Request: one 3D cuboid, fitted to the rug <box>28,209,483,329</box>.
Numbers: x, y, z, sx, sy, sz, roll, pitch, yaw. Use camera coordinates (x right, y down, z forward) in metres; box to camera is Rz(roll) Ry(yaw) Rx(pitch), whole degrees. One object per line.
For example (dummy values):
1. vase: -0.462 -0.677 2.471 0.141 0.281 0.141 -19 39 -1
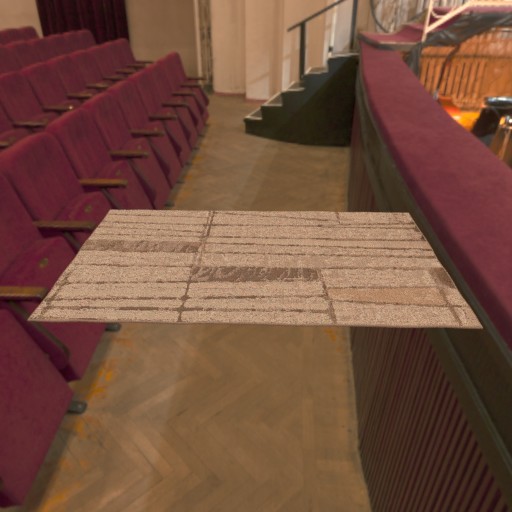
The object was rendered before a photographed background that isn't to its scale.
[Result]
1. rug: 0.000 0.000 1.061 0.867 0.007 0.515 1 30 1
